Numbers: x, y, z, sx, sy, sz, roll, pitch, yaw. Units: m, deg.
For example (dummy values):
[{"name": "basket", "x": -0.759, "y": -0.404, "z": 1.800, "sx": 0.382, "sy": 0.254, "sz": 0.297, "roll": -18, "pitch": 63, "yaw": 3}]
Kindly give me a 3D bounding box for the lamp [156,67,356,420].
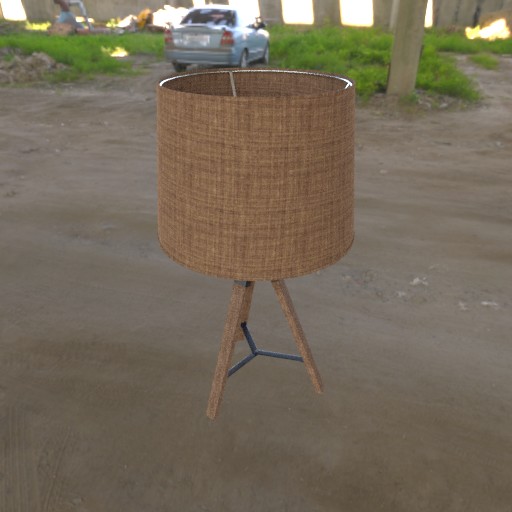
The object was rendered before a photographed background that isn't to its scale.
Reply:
[{"name": "lamp", "x": 0.000, "y": 0.000, "z": 0.688, "sx": 0.290, "sy": 0.514, "sz": 0.290, "roll": 0, "pitch": 30, "yaw": 0}]
